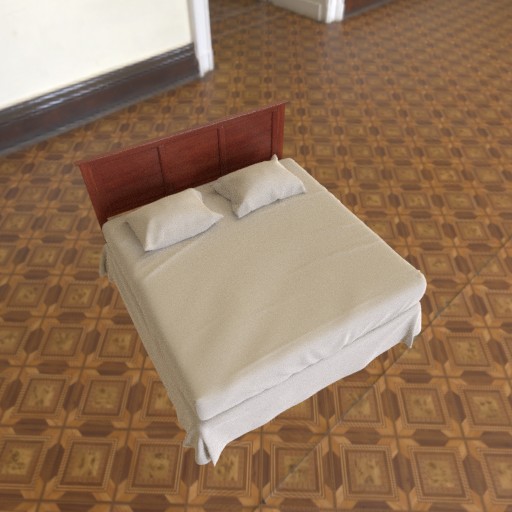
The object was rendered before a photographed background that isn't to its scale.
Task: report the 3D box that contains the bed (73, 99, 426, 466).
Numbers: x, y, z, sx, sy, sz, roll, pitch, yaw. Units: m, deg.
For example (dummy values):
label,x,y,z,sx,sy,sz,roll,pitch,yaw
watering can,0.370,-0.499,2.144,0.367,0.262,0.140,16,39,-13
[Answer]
label,x,y,z,sx,sy,sz,roll,pitch,yaw
bed,0.000,0.000,3.672,2.314,1.271,2.219,-23,51,-20
